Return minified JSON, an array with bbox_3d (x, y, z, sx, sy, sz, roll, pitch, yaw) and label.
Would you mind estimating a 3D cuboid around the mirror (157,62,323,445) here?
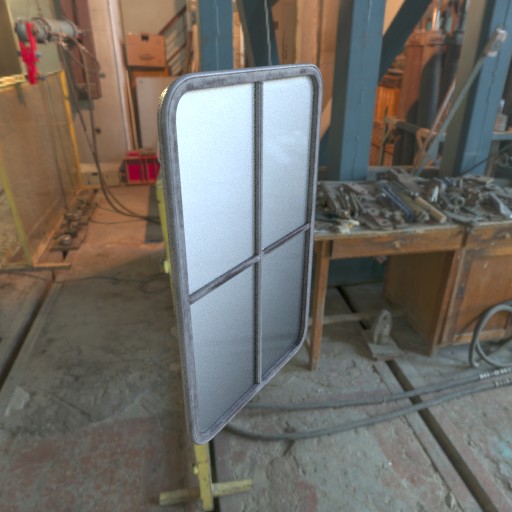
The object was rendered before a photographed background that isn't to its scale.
[{"bbox_3d":[0.000,0.000,0.906,0.024,0.713,0.461,17,31,31],"label":"mirror"}]
